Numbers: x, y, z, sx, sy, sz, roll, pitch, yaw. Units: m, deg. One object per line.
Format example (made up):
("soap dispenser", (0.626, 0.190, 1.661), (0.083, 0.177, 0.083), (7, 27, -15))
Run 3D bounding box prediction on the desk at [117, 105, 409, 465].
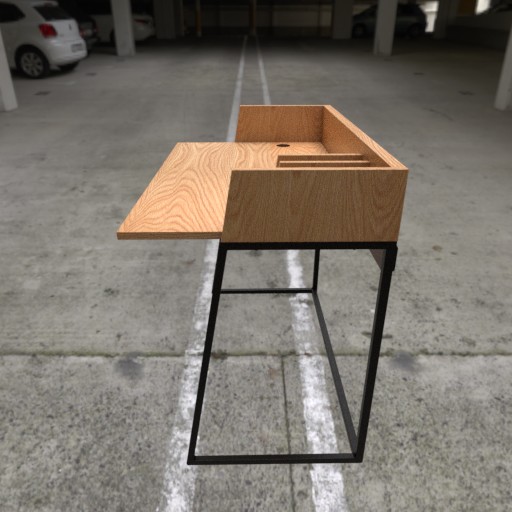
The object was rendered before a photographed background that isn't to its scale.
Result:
("desk", (0.000, 0.000, 1.870), (0.769, 1.061, 1.191), (0, 26, -1))
